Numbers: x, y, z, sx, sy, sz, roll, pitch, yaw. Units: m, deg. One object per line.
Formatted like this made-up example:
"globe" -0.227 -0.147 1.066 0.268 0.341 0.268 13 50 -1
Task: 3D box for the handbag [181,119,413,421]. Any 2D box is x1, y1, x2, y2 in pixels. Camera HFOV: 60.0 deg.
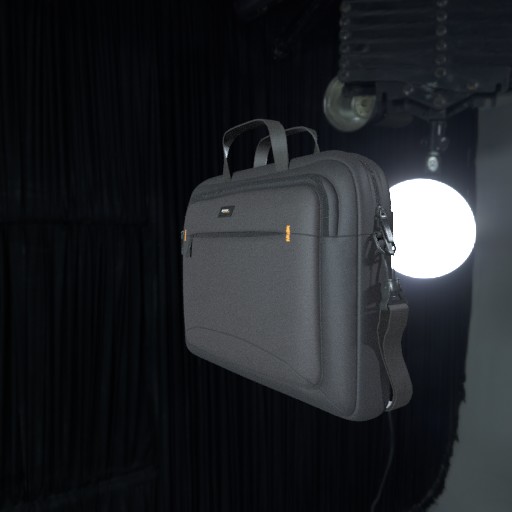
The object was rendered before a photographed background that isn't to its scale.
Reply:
"handbag" 0.000 0.000 0.584 0.126 0.330 0.429 -1 2 -36
